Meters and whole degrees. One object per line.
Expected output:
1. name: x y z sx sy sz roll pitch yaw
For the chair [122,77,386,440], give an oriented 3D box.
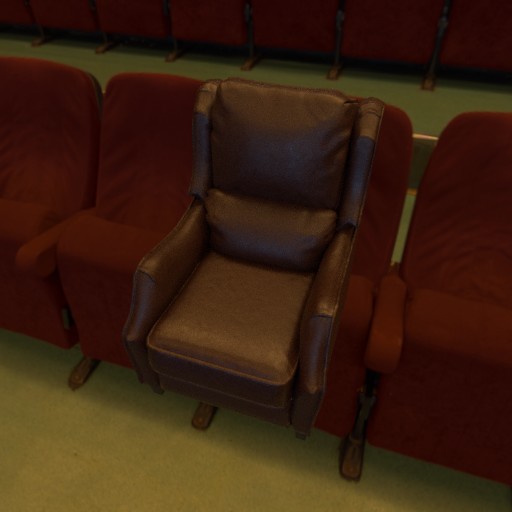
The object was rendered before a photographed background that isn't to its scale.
1. chair: 0.000 0.000 1.764 0.770 1.132 0.982 12 42 14
